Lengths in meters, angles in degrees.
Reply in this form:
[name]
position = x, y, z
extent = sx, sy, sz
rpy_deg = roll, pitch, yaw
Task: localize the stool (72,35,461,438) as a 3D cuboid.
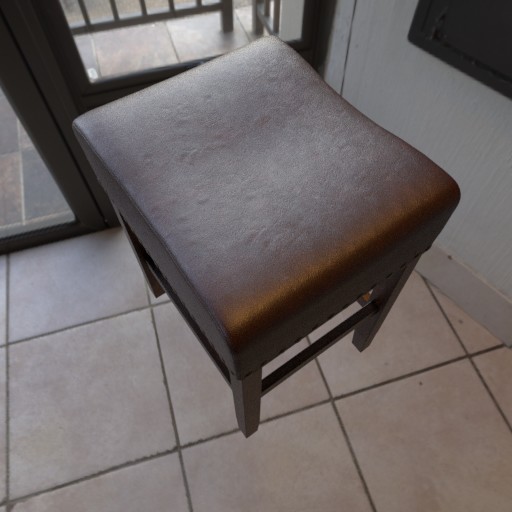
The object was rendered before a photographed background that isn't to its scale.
[stool]
position = 0.000, 0.000, 0.899
extent = 0.397, 0.608, 0.465
rpy_deg = -31, 63, -18
